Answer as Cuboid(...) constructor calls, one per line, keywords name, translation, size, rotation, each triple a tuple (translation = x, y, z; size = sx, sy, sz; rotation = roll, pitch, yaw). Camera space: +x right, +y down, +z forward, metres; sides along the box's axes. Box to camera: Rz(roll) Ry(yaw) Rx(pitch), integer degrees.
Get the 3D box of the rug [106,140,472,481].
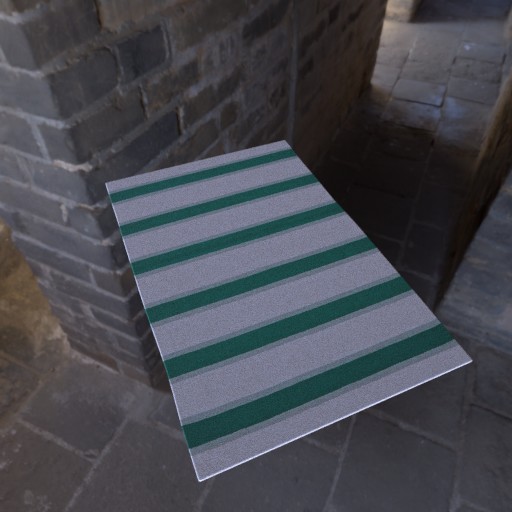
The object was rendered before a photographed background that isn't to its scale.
Cuboid(name="rug", translation=(0.000, 0.000, 2.280), size=(1.210, 0.012, 1.829), rotation=(-17, 49, -16))
